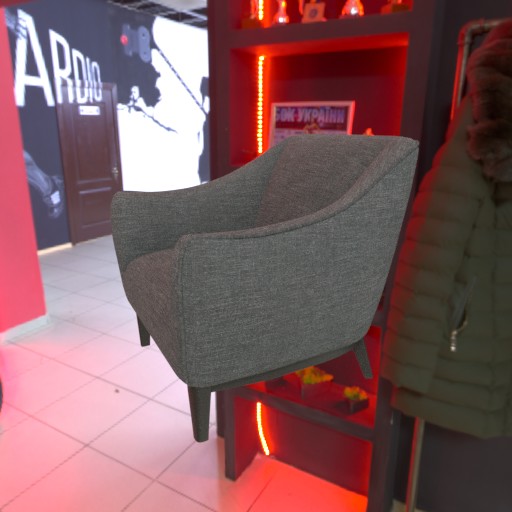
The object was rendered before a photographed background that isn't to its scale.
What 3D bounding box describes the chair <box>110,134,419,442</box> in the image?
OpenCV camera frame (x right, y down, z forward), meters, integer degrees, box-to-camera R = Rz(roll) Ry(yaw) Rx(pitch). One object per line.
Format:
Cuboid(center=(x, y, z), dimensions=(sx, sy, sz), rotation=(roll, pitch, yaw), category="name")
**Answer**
Cuboid(center=(0.000, 0.000, 1.578), dimensions=(0.851, 0.829, 0.870), rotation=(-8, 18, -26), category="chair")
